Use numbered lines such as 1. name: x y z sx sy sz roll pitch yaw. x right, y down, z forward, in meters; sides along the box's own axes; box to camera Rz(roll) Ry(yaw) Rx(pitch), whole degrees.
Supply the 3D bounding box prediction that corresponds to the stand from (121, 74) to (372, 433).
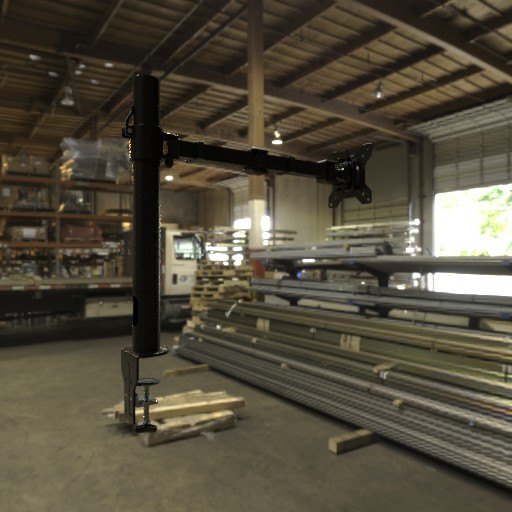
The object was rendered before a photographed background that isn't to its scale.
1. stand: 0.000 0.000 0.754 0.456 0.510 0.115 0 0 -35
